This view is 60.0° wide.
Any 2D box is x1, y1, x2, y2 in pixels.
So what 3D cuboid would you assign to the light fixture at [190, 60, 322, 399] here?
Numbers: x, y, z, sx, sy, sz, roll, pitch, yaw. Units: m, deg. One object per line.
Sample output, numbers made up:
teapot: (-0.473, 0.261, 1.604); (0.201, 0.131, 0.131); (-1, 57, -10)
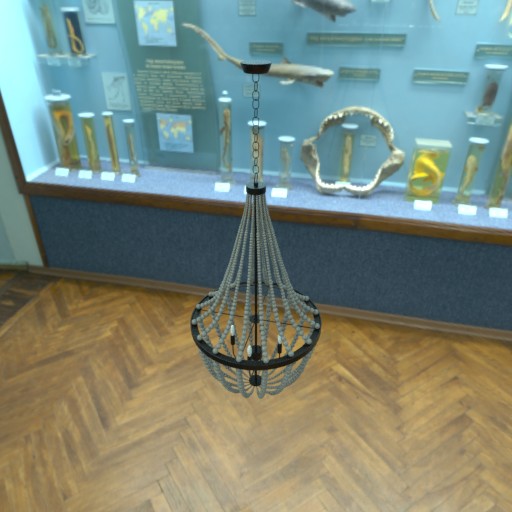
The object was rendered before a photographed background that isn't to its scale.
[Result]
light fixture: (0.000, 0.000, 1.400); (0.450, 1.133, 0.450); (0, 31, 0)
